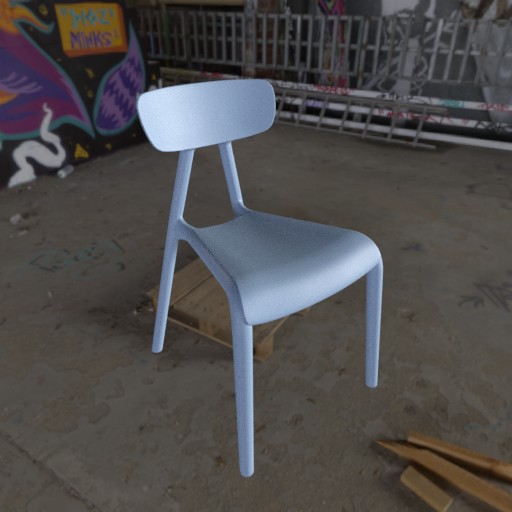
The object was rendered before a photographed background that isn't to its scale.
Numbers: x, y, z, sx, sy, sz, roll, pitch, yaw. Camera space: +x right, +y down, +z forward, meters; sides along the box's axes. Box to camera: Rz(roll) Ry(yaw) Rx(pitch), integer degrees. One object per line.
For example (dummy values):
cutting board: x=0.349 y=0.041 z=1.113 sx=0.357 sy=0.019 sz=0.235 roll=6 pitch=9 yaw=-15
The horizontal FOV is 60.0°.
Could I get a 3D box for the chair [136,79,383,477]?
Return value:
chair: x=0.000 y=0.000 z=0.846 sx=0.356 sy=0.580 sz=0.401 roll=-21 pitch=36 yaw=-32
